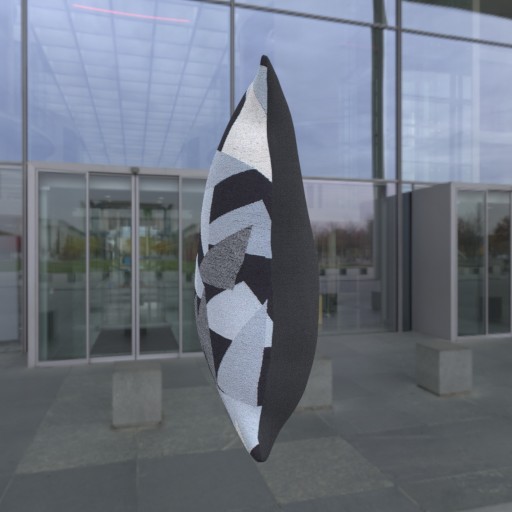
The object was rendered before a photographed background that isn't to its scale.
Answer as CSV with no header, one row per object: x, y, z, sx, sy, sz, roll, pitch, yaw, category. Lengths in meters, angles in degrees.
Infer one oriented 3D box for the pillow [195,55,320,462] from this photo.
0.000,0.000,0.774,0.208,0.496,0.503,0,0,0,pillow
